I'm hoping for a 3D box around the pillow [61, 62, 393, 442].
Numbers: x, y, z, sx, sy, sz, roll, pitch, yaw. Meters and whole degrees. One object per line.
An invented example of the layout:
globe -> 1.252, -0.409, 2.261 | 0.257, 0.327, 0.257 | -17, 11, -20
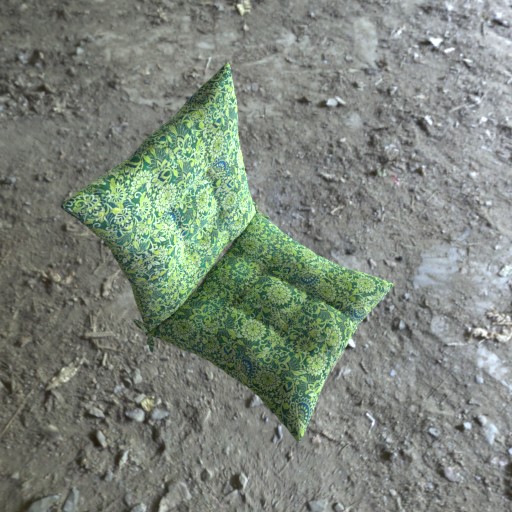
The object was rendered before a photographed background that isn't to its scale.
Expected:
pillow -> 0.000, 0.000, 1.031 | 0.585, 0.536, 0.541 | 30, 62, 18
